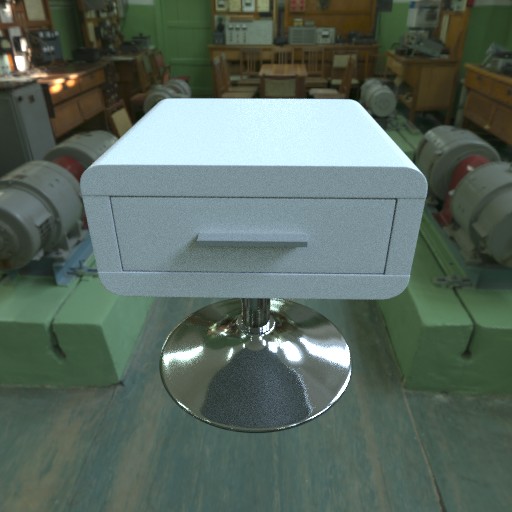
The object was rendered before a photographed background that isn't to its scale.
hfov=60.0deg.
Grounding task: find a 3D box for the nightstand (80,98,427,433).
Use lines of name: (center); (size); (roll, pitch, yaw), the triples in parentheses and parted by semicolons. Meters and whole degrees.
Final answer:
nightstand: (0.000, 0.000, 0.766); (0.399, 0.447, 0.404); (1, 30, 1)
